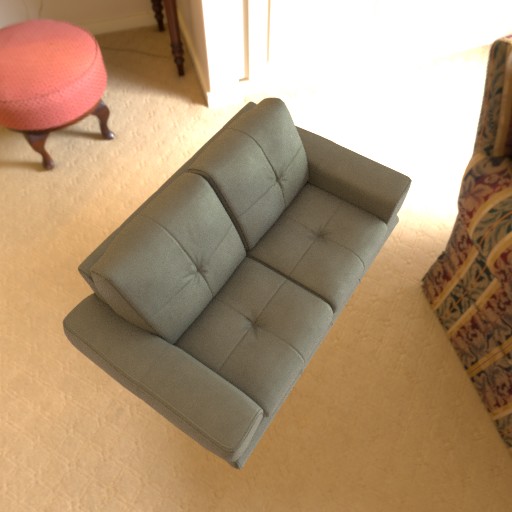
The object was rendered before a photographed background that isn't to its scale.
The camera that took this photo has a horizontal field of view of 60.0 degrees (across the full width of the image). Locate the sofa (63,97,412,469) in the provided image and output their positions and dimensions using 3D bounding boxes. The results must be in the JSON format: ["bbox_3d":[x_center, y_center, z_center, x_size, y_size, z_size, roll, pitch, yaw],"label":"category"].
[{"bbox_3d":[0.000,0.000,2.354,1.018,0.907,1.806,30,63,17],"label":"sofa"}]
